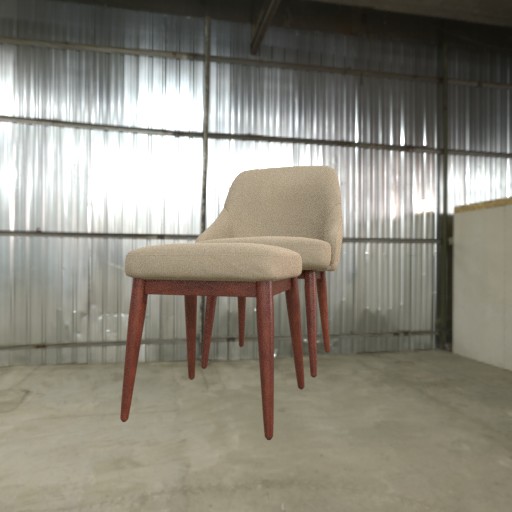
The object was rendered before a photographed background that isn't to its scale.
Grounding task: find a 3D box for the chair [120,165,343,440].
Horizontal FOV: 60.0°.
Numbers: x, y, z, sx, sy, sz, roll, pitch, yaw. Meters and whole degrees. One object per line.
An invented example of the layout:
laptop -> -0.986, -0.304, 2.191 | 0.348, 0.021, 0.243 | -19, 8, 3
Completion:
chair -> 0.000, 0.000, 1.628 | 0.584, 0.866, 1.114 | 0, 0, 17
